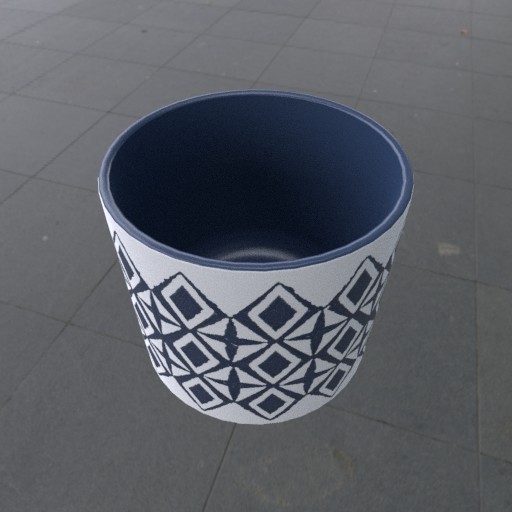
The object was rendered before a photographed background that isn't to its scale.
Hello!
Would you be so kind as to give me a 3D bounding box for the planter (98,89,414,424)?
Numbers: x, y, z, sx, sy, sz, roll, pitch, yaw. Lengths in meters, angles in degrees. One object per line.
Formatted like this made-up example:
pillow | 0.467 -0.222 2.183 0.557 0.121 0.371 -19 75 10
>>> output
planter | 0.000 0.000 0.392 0.224 0.203 0.224 0 45 0
